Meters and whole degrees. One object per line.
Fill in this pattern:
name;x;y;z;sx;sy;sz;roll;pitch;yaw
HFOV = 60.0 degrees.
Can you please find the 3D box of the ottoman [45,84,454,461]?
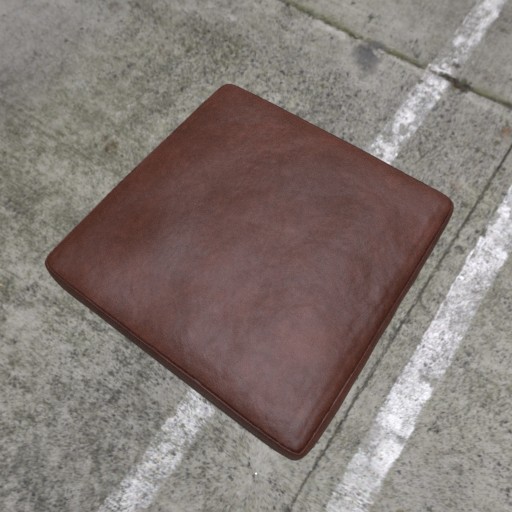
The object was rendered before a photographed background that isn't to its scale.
ottoman;0.000;0.000;1.334;0.844;0.415;0.836;33;68;15
